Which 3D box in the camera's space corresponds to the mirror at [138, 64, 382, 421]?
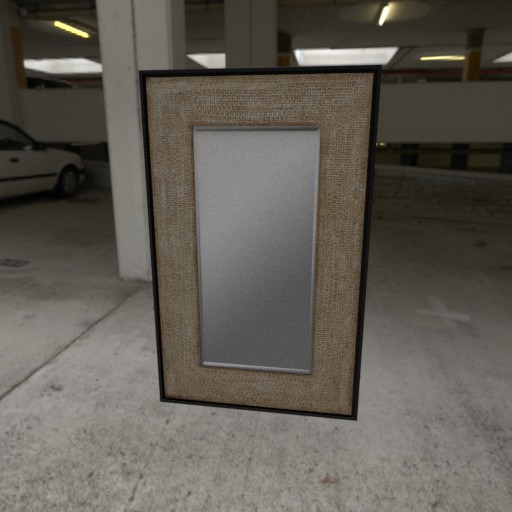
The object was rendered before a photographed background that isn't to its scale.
[{"bbox_3d":[0.000,0.000,1.550,0.762,1.219,0.038,2,16,9],"label":"mirror"}]
